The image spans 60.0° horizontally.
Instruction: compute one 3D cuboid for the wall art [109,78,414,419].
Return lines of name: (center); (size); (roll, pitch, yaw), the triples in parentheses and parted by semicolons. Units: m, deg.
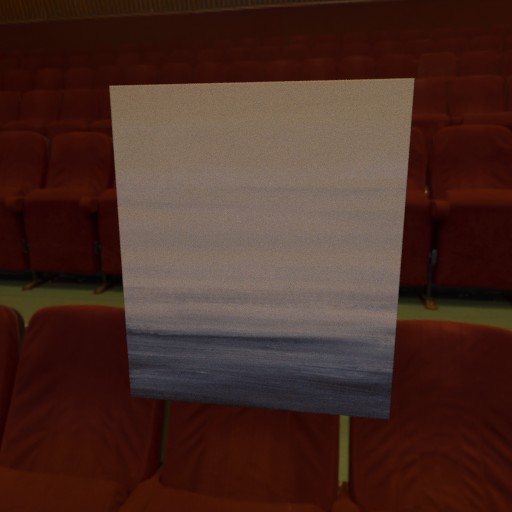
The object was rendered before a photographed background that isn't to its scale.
wall art: (0.000, 0.000, 0.700); (0.435, 0.511, 0.037); (2, 13, 9)
